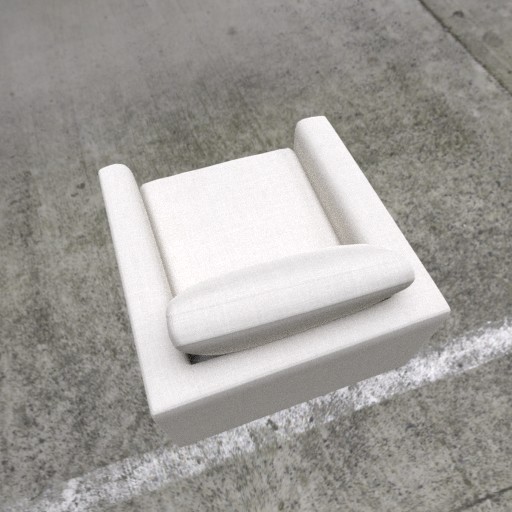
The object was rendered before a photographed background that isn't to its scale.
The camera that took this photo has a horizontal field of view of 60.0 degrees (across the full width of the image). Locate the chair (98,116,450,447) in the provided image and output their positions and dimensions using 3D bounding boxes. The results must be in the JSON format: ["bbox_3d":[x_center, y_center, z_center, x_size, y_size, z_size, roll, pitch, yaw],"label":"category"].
[{"bbox_3d":[0.000,0.000,1.859,1.070,0.876,1.100,-17,59,-10],"label":"chair"}]
